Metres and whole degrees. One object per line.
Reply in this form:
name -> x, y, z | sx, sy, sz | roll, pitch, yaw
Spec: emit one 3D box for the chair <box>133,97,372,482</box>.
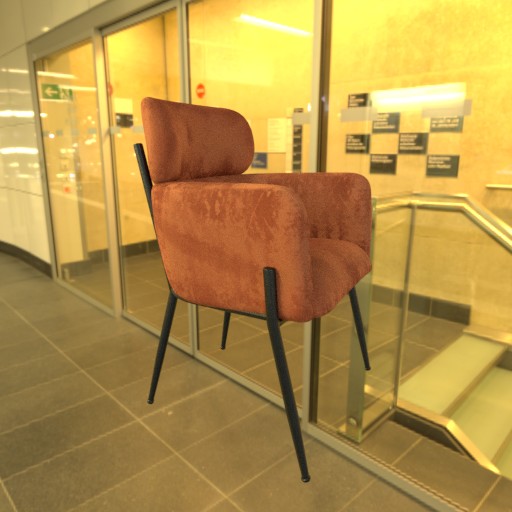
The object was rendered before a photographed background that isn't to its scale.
chair -> 0.000, 0.000, 1.143 | 0.523, 0.772, 0.561 | 7, 15, 26
